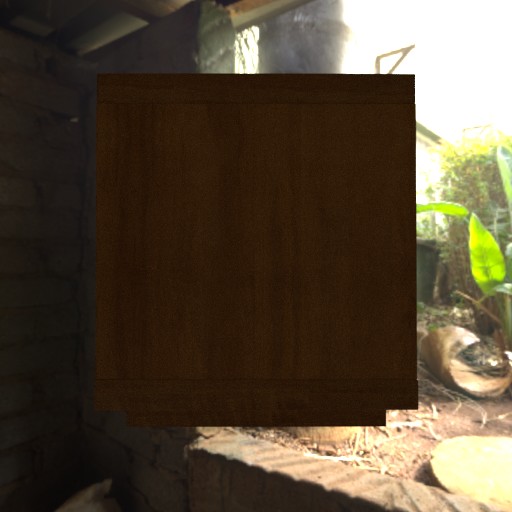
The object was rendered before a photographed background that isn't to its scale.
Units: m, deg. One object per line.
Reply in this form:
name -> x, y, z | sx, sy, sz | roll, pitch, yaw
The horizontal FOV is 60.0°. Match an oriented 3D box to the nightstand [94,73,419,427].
nightstand -> 0.000, 0.000, 0.842 | 0.436, 0.491, 0.493 | 0, -1, 0
